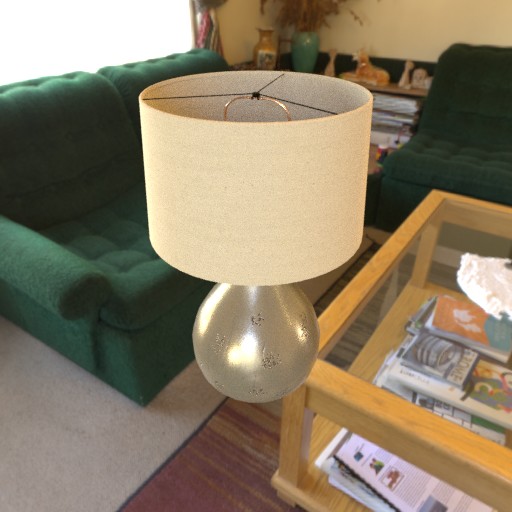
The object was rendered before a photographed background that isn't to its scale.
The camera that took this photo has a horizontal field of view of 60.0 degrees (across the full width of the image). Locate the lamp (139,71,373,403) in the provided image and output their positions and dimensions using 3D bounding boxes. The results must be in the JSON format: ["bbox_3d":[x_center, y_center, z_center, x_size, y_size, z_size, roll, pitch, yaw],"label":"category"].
[{"bbox_3d":[0.000,0.000,0.732,0.330,0.521,0.330,0,32,0],"label":"lamp"}]
